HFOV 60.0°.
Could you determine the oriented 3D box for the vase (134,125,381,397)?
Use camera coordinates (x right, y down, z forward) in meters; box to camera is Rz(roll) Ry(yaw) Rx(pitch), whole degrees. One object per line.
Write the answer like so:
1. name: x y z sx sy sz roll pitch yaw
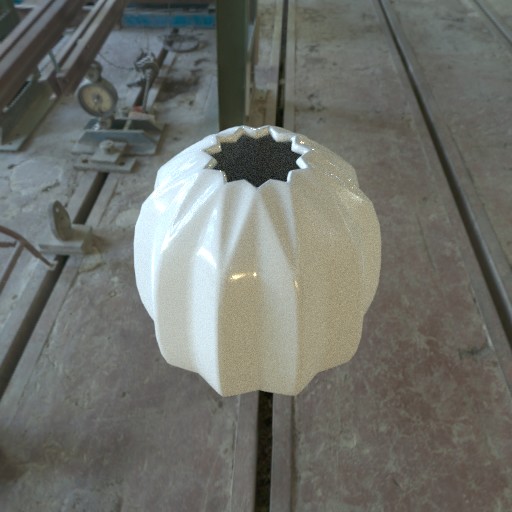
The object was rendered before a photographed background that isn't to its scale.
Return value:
1. vase: 0.000 0.000 0.251 0.139 0.134 0.139 0 47 0
